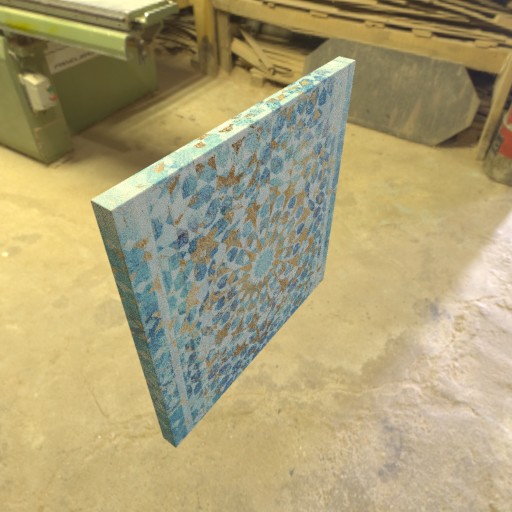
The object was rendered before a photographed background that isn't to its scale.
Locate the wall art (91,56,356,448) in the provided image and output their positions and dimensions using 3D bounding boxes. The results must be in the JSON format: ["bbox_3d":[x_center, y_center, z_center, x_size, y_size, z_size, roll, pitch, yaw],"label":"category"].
[{"bbox_3d":[0.000,0.000,0.899,0.040,0.609,0.609,27,49,26],"label":"wall art"}]
